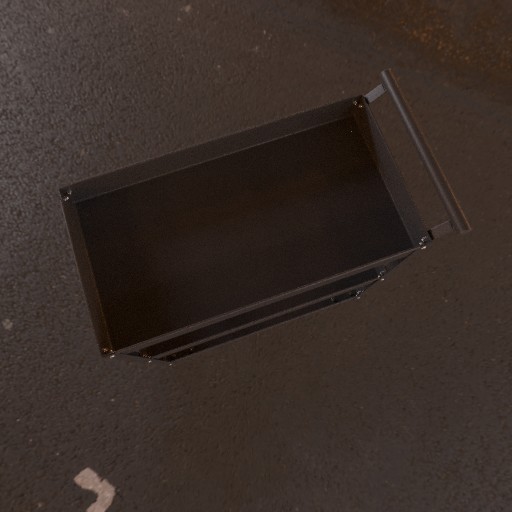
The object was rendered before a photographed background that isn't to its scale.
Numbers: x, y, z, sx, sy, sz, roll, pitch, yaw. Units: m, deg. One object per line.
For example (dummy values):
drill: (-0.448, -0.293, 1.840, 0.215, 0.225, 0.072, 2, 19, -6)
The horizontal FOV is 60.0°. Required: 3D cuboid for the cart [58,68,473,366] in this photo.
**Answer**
cart: (0.000, 0.000, 1.197, 0.719, 0.780, 0.366, -19, 76, -5)
